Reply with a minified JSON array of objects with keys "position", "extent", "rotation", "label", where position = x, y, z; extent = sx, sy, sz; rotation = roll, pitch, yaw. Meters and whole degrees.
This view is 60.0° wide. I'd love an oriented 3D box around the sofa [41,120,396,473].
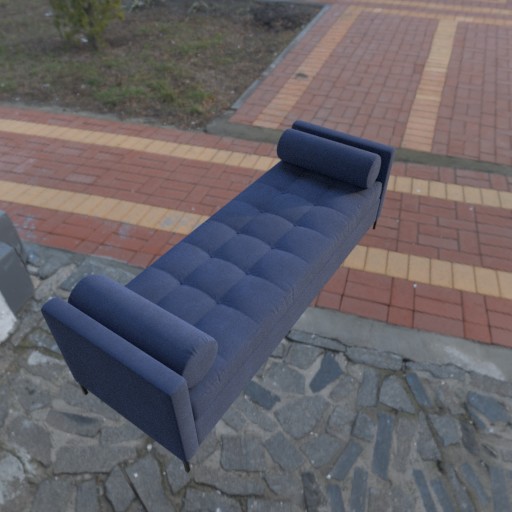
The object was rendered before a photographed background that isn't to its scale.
[{"position":[0.000,0.000,2.367],"extent":[0.686,0.635,1.981],"rotation":[25,48,25],"label":"sofa"}]
